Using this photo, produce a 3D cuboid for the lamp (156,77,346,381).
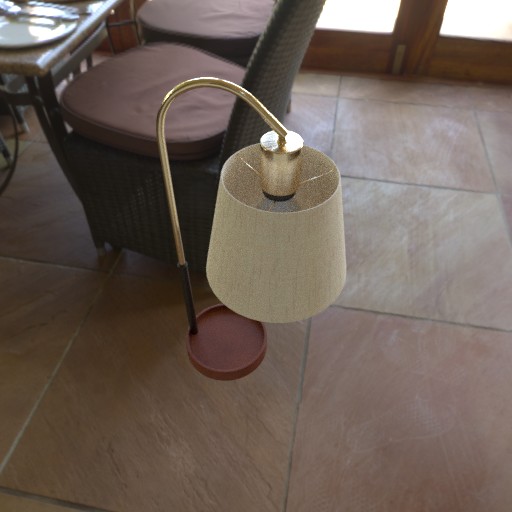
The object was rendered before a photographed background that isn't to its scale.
[{"bbox_3d":[0.000,0.000,0.667,0.273,0.536,0.211,10,48,10],"label":"lamp"}]
